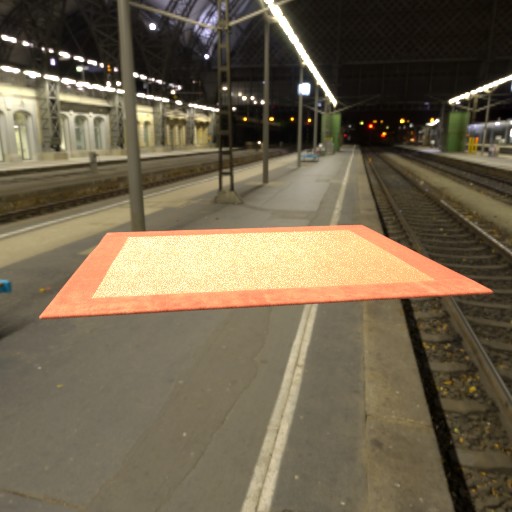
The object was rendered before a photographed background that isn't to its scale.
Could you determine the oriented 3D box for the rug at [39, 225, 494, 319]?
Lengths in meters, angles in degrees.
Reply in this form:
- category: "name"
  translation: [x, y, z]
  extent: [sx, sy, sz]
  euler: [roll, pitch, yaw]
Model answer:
- category: "rug"
  translation: [0.000, 0.000, 3.983]
  extent: [2.976, 0.018, 2.430]
  euler: [-2, 15, -9]
